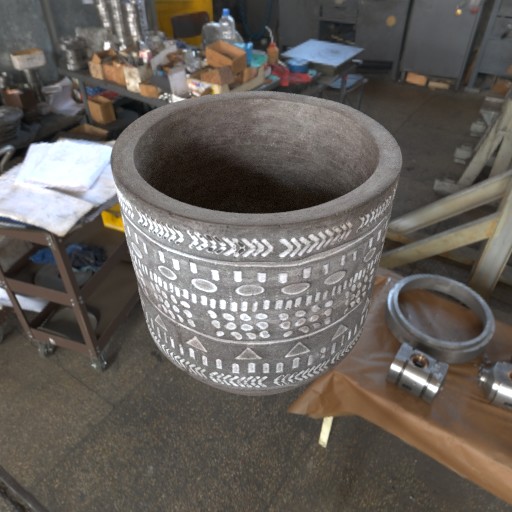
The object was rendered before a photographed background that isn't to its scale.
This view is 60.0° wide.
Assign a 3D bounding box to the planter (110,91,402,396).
[{"bbox_3d":[0.000,0.000,0.229,0.122,0.128,0.122,0,40,0],"label":"planter"}]
